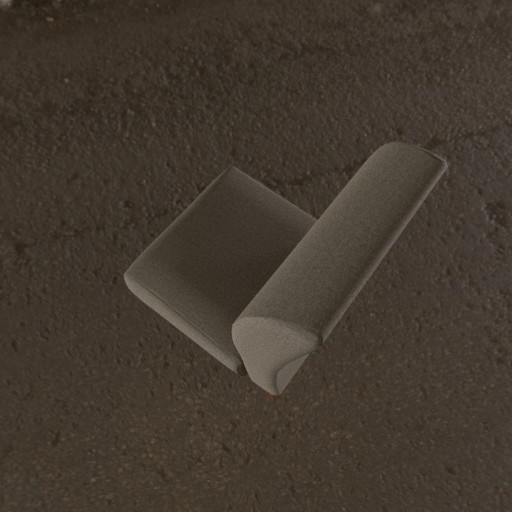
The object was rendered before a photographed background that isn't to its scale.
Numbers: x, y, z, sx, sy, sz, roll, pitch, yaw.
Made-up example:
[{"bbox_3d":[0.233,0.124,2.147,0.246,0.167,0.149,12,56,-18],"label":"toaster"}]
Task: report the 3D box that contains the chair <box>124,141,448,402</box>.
[{"bbox_3d":[0.000,0.000,1.181,0.592,0.804,0.513,33,68,15],"label":"chair"}]
